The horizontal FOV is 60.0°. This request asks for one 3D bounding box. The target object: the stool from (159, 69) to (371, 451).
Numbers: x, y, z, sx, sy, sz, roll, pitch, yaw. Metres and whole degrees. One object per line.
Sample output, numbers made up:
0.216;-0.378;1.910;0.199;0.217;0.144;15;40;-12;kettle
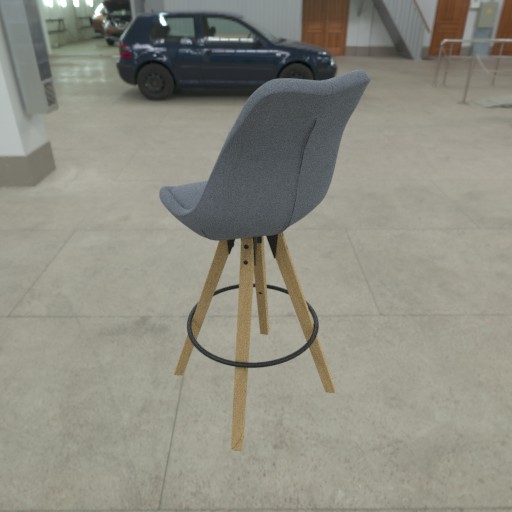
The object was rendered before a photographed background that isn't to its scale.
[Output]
0.000;0.000;1.386;0.485;1.115;0.550;-20;35;-30;stool
